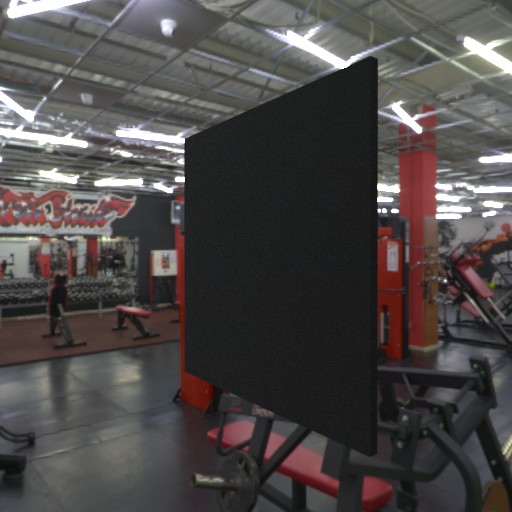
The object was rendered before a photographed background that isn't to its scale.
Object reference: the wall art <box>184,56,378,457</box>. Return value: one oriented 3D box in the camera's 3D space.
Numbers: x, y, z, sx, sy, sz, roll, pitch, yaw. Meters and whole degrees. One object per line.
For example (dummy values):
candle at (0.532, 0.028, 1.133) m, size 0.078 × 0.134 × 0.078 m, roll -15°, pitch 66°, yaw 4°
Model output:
wall art at (0.000, 0.000, 0.692) m, size 0.013 × 0.458 × 0.456 m, roll 0°, pitch 0°, yaw -37°
